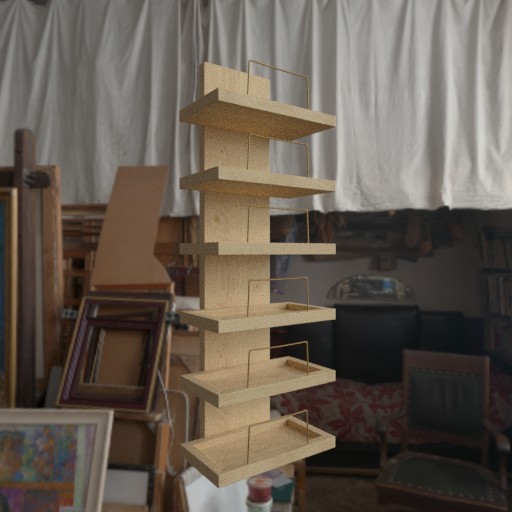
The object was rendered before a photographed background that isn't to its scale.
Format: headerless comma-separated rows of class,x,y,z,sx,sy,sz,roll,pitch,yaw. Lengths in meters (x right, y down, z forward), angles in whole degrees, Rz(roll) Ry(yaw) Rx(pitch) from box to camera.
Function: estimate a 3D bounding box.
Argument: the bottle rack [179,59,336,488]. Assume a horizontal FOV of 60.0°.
bottle rack,0.000,0.000,1.073,0.330,0.943,0.206,0,1,-35
